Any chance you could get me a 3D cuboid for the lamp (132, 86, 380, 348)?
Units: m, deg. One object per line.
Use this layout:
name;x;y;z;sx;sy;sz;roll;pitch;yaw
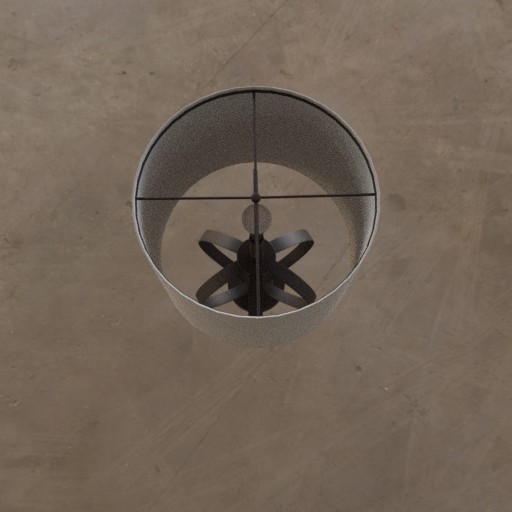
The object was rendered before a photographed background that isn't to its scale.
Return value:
lamp;0.000;0.000;0.696;0.286;0.510;0.286;0;76;0
